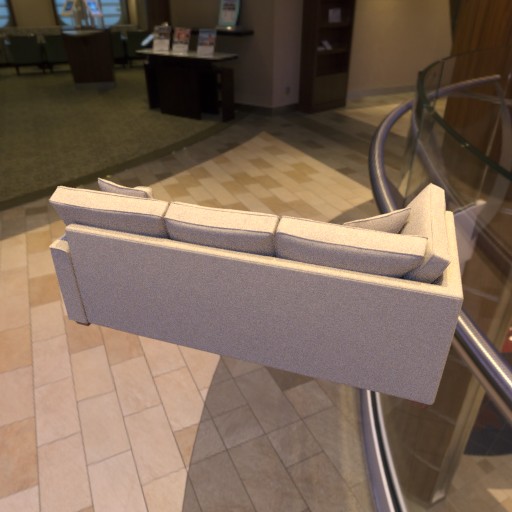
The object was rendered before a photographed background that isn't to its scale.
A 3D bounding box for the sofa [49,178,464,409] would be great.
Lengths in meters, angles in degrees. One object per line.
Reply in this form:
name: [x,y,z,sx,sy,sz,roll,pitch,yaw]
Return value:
sofa: [0.000,0.000,2.858,2.317,0.962,1.061,10,32,16]
